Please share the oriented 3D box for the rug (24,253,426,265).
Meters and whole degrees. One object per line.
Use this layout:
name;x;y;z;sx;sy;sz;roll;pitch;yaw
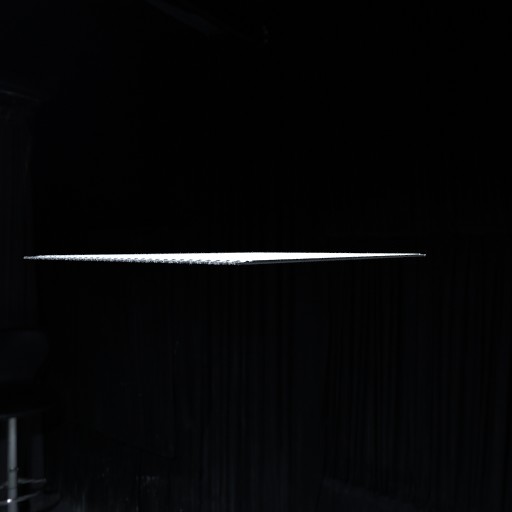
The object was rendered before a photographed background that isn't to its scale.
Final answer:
rug;0.000;0.000;2.357;1.243;0.013;1.872;1;1;37
